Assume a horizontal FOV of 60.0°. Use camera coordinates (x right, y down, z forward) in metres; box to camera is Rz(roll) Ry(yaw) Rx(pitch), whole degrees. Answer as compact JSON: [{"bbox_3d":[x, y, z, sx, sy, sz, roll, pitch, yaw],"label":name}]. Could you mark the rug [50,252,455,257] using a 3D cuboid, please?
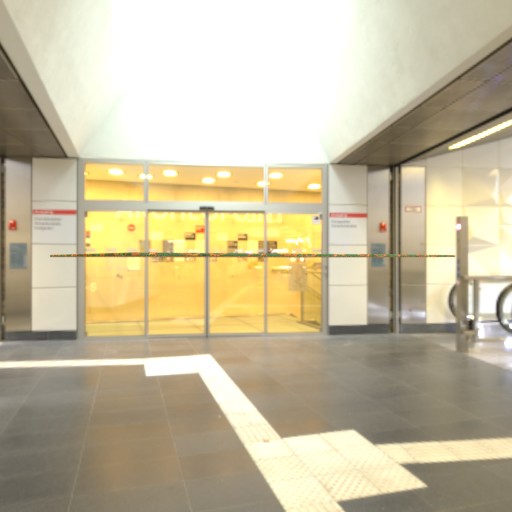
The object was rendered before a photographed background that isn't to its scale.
[{"bbox_3d":[0.000,0.000,2.999,2.290,0.016,1.527,0,0,-36],"label":"rug"}]
